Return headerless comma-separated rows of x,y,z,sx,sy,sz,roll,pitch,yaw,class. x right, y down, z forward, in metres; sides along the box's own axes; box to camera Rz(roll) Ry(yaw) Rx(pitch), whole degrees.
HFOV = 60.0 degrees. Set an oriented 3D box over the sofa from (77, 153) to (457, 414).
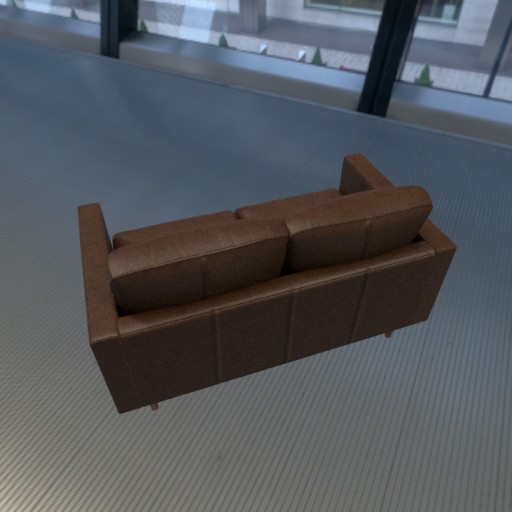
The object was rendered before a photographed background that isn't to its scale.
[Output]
0.000,0.000,2.221,1.578,0.951,0.909,-13,44,-14,sofa
